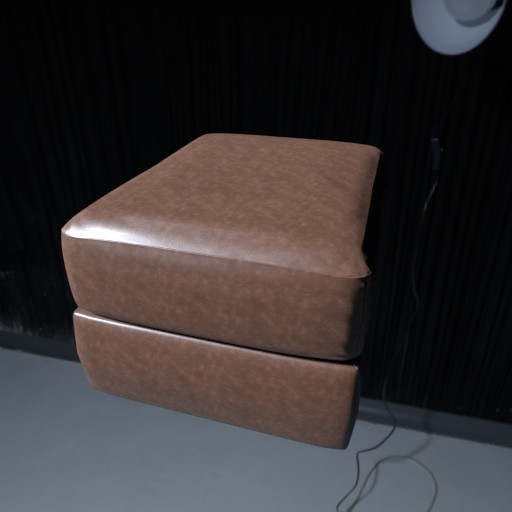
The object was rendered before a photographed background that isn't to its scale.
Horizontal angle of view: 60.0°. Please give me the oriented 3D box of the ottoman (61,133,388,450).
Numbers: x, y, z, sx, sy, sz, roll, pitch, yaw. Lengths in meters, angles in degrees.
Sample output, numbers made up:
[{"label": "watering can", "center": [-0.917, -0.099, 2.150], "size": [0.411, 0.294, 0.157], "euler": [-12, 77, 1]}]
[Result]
[{"label": "ottoman", "center": [0.000, 0.000, 1.137], "size": [0.603, 0.476, 0.751], "euler": [8, 30, 15]}]
